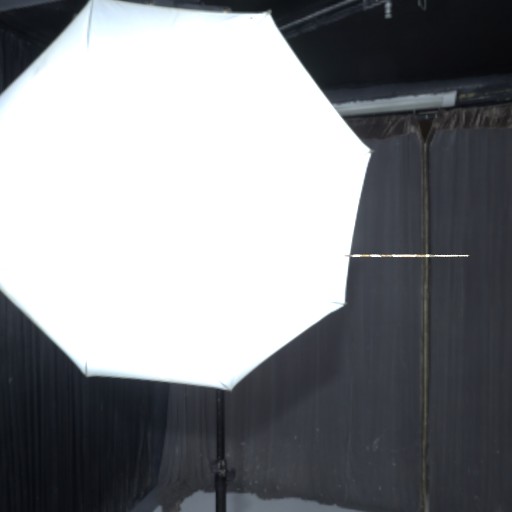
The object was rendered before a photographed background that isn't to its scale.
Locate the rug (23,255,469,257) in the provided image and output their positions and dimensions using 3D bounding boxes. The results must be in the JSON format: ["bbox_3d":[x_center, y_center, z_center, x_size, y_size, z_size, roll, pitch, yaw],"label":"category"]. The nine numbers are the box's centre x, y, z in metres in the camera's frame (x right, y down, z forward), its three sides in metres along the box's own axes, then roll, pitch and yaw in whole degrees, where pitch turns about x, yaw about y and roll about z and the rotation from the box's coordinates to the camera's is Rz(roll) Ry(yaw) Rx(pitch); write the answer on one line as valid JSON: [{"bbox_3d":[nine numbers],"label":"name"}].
[{"bbox_3d":[0.000,0.000,2.258,1.829,0.008,1.219,0,0,18],"label":"rug"}]
